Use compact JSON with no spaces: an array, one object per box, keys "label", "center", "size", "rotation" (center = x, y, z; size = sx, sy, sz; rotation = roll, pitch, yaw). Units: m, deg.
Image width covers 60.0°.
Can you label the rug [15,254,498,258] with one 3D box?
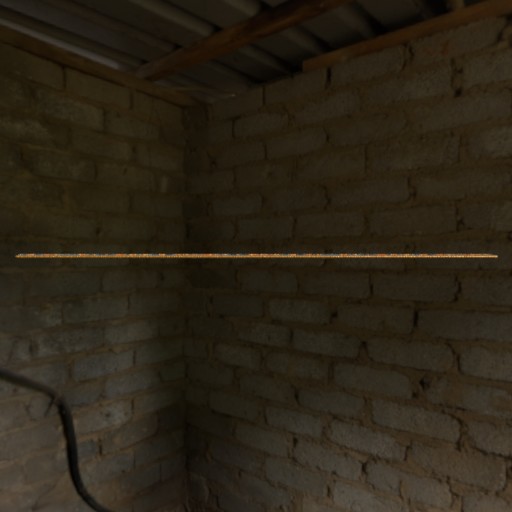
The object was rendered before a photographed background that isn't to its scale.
[{"label":"rug","center":[0.000,0.000,1.068],"size":[0.863,0.008,0.557],"rotation":[0,0,0]}]
